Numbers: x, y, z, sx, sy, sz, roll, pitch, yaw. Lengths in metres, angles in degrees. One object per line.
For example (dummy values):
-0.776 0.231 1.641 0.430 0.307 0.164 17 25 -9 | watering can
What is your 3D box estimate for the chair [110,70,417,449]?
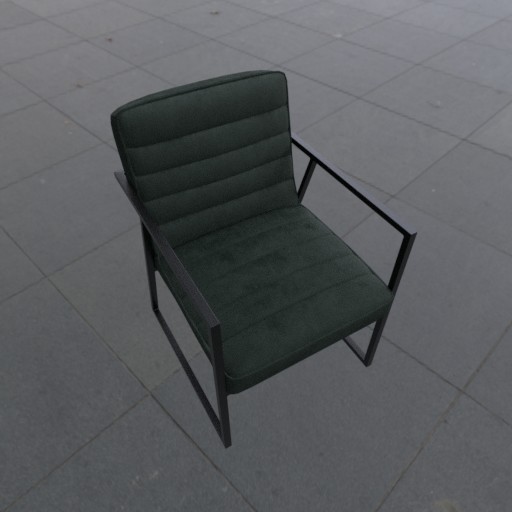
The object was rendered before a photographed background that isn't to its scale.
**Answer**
0.000 0.000 1.324 0.571 0.833 0.677 -22 50 -21 | chair
